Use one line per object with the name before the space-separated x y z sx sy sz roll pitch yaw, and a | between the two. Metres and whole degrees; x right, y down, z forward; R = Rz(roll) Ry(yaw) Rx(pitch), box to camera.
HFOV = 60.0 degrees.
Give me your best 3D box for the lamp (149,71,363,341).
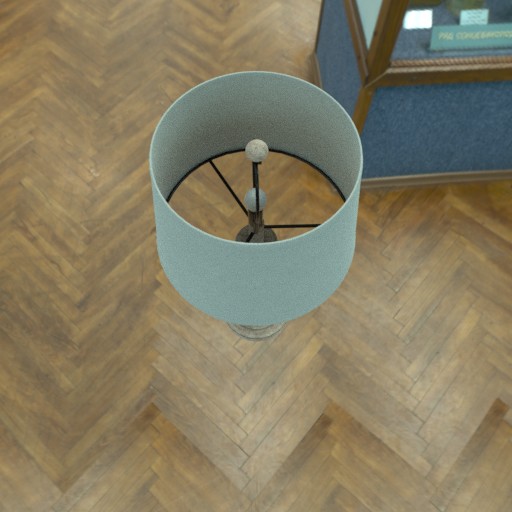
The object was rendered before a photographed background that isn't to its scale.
lamp | 0.000 0.000 0.862 0.340 0.678 0.340 0 66 0
